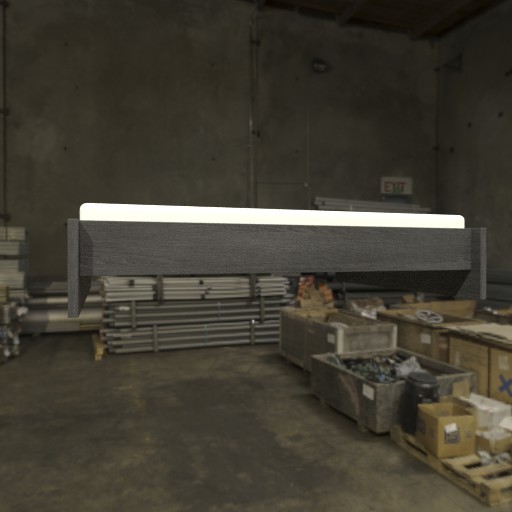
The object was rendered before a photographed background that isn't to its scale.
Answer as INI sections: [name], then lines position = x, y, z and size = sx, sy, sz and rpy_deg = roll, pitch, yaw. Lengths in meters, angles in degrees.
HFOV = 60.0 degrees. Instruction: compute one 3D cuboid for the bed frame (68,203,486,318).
[bed frame]
position = 0.000, 0.000, 2.629
size = 1.950, 0.432, 1.490
rpy_deg = 0, 1, -19
